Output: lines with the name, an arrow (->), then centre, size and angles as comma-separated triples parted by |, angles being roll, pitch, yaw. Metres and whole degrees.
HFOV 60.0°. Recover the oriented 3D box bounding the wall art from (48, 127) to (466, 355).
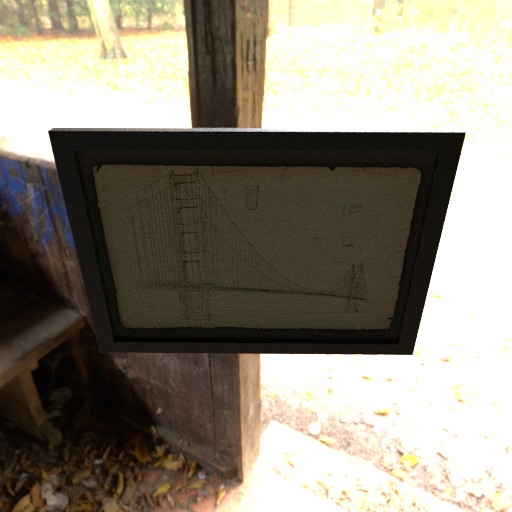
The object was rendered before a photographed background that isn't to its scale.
wall art -> 0.000, 0.000, 0.541 | 0.432, 0.306, 0.016 | 0, 31, 1
